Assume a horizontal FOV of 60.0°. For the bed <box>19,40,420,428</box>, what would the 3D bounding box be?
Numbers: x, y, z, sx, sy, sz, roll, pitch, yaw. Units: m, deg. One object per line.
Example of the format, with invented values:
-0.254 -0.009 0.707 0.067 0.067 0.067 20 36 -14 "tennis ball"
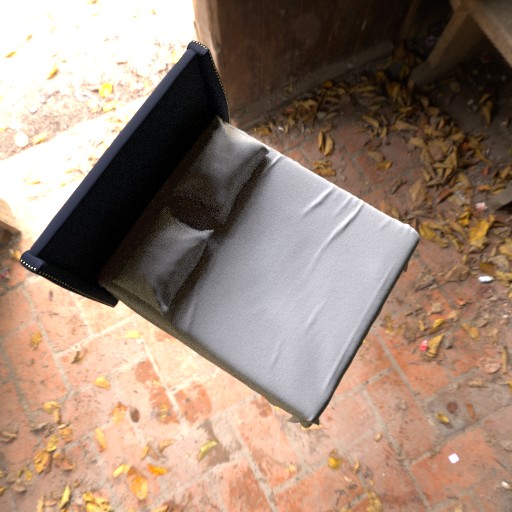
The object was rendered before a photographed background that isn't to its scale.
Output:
0.000 0.000 3.381 2.276 1.332 1.925 32 78 7 "bed"
